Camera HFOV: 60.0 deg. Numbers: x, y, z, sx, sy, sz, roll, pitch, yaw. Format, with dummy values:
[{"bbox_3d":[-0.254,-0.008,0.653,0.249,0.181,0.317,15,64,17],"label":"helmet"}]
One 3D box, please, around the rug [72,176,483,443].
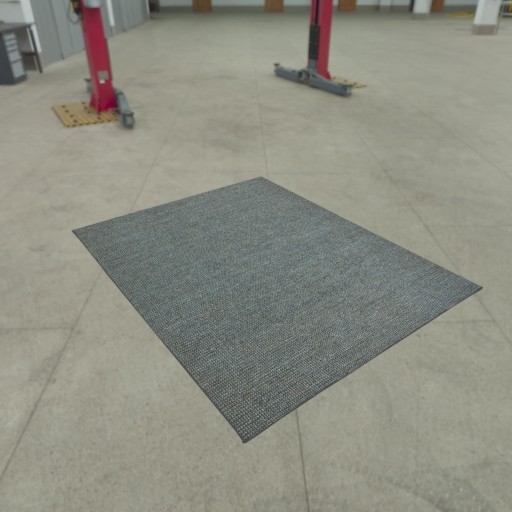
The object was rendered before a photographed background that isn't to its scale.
[{"bbox_3d":[0.000,0.000,4.119,2.456,0.021,3.068,-22,38,-30],"label":"rug"}]
